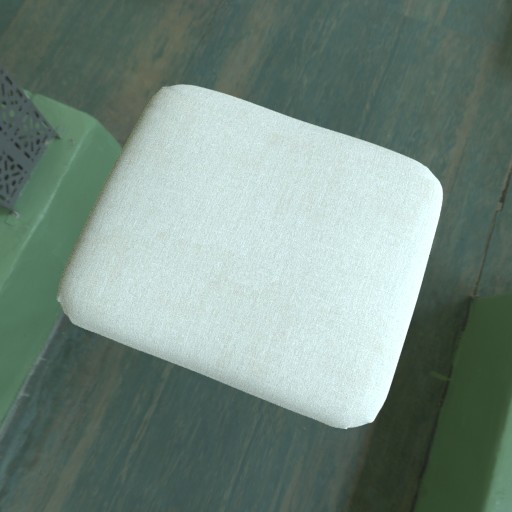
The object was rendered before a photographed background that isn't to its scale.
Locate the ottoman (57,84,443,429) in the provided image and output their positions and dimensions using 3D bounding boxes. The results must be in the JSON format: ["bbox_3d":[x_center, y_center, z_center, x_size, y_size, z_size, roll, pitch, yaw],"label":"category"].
[{"bbox_3d":[0.000,0.000,1.115,0.747,0.450,0.622,20,76,5],"label":"ottoman"}]
